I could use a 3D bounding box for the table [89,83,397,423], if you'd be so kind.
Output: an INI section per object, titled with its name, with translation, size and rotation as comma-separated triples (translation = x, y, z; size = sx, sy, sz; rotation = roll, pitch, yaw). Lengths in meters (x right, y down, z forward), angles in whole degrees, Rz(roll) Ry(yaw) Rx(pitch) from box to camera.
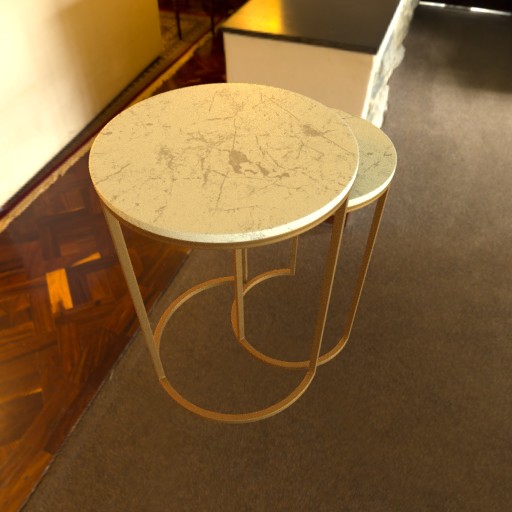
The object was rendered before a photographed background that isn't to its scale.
[table]
translation = 0.000, 0.000, 0.888
size = 0.507, 0.550, 0.400
rotation = -22, 50, -20
